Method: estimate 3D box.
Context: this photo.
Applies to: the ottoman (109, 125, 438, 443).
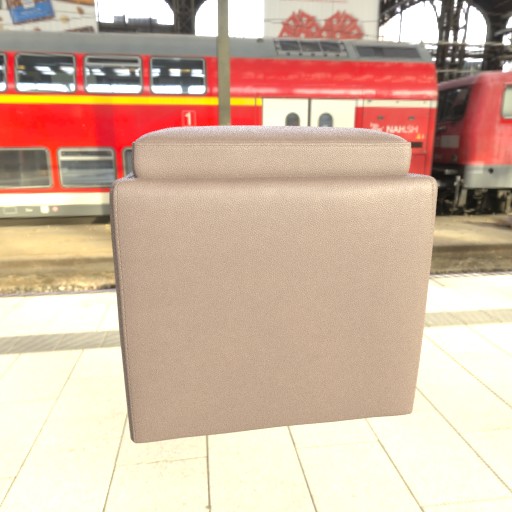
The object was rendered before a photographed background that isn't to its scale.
[{"bbox_3d":[0.000,0.000,0.816,0.451,0.460,0.450,-2,15,-9],"label":"ottoman"}]
